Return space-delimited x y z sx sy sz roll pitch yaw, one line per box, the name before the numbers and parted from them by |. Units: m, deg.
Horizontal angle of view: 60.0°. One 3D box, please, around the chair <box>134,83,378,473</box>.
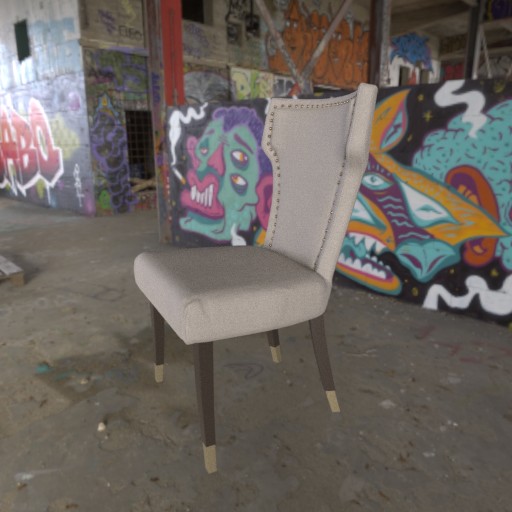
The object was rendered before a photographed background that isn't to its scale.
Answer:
chair | 0.000 0.000 1.331 0.630 0.950 0.526 -7 16 -26
